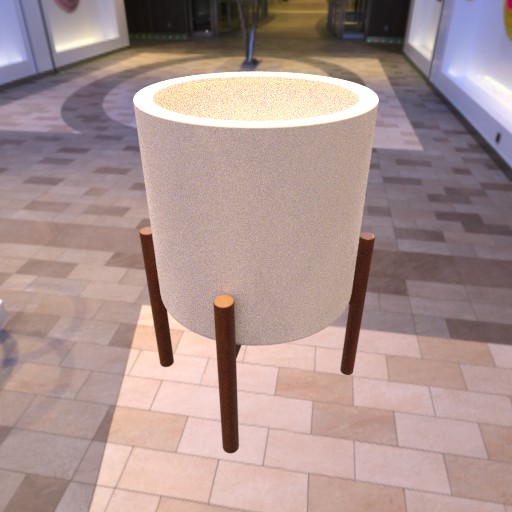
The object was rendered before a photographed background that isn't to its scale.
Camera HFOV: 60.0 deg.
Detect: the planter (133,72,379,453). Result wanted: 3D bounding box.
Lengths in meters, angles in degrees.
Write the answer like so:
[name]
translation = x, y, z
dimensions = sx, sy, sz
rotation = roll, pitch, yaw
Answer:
[planter]
translation = 0.000, 0.000, 0.950
dimensions = 0.417, 0.670, 0.417
rotation = -22, 38, -31
